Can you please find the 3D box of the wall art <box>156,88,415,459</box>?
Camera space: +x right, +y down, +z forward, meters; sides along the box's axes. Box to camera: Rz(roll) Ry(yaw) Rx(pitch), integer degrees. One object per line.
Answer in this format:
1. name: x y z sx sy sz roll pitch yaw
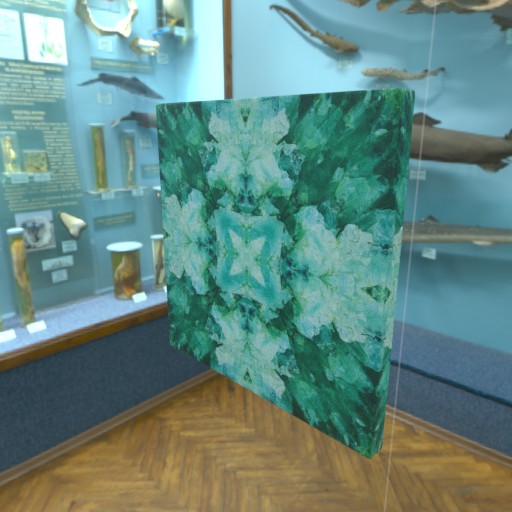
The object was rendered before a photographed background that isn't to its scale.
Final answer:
1. wall art: 0.000 0.000 0.756 0.507 0.508 0.038 15 22 43
